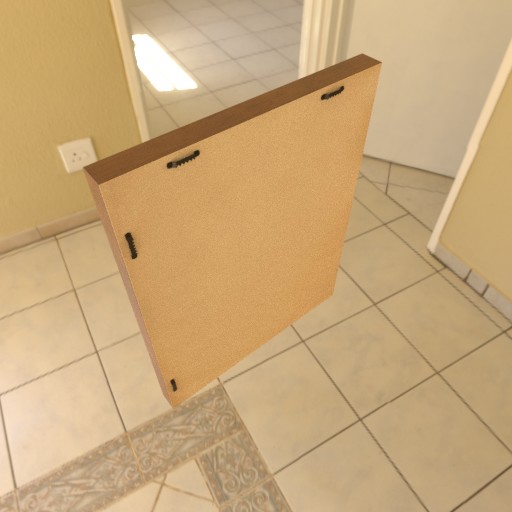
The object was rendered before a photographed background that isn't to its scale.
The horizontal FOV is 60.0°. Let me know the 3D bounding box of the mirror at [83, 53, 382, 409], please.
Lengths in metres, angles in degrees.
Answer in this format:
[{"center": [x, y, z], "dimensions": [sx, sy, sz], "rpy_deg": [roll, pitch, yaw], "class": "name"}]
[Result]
[{"center": [0.000, 0.000, 0.698], "dimensions": [0.406, 0.509, 0.041], "rpy_deg": [-31, 55, -25], "class": "mirror"}]
